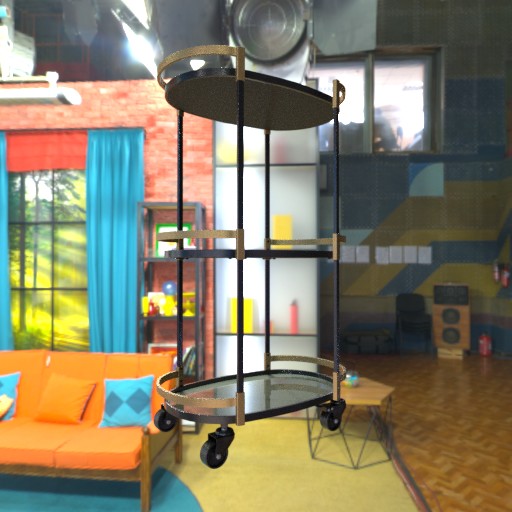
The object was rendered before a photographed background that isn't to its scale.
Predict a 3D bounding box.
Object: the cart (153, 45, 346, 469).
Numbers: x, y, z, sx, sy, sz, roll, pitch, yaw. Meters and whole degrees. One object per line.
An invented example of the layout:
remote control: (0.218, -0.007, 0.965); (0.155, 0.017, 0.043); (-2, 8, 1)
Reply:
cart: (0.000, 0.000, 1.144); (0.515, 0.885, 0.311); (0, -1, -36)
